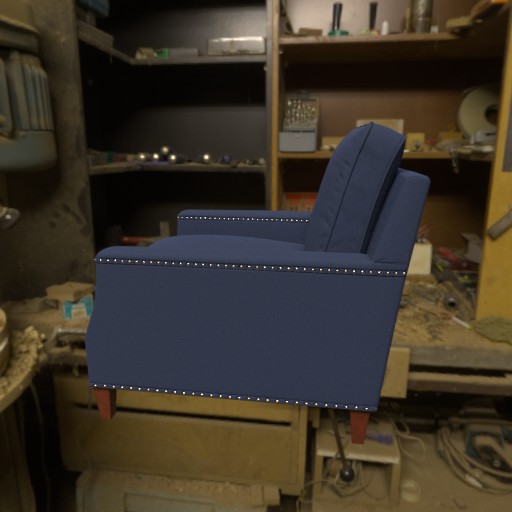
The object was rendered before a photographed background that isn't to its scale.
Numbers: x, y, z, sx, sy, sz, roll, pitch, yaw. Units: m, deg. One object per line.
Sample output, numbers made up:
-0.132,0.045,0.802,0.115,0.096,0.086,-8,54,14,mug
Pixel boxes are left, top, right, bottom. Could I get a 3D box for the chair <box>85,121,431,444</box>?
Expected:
0.000,0.000,1.661,1.014,0.943,0.853,2,15,8,chair
